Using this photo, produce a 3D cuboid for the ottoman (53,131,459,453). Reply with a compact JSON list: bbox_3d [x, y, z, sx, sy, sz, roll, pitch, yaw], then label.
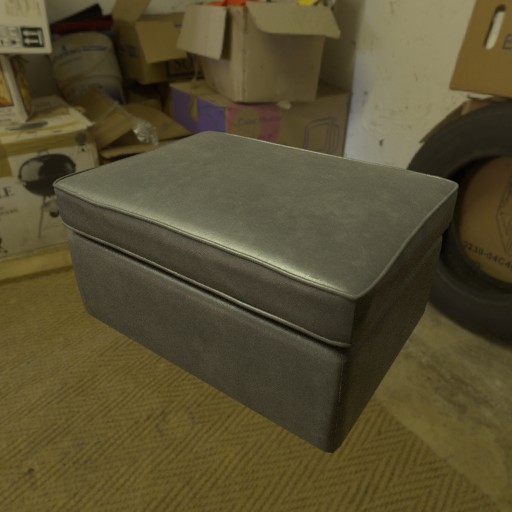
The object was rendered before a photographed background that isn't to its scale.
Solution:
[{"bbox_3d":[0.000,0.000,1.080,0.756,0.445,0.554,20,36,30],"label":"ottoman"}]
